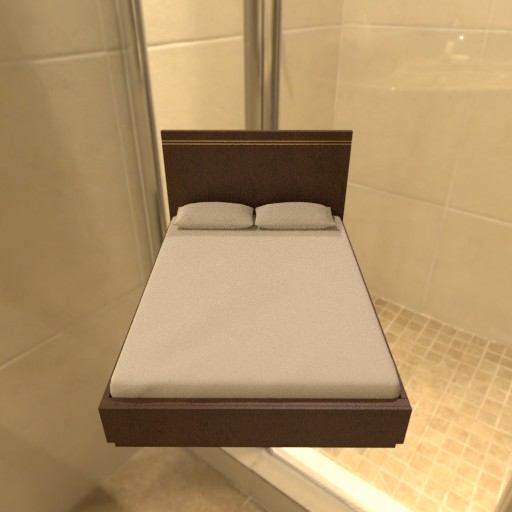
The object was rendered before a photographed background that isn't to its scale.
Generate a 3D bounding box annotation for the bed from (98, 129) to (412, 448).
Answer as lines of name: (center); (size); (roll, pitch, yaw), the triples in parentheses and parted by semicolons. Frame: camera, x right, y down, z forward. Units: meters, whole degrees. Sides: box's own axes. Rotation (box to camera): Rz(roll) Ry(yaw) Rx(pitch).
bed: (0.000, 0.000, 3.097); (1.613, 1.169, 2.221); (0, 31, 0)
